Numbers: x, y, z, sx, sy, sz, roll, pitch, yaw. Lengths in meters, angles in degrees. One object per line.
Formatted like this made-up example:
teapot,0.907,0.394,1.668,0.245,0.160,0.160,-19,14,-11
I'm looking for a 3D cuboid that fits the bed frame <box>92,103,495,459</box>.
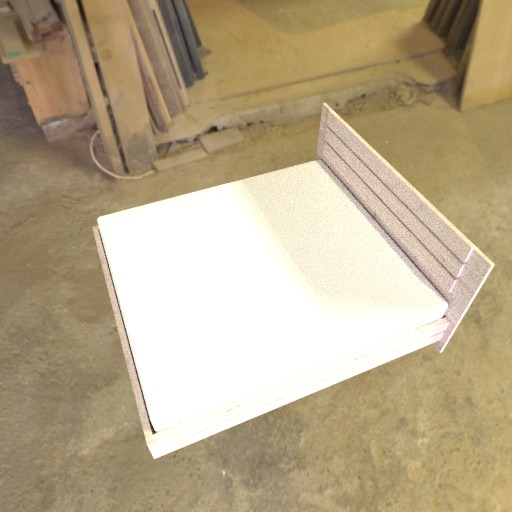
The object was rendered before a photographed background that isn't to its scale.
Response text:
bed frame,0.000,0.000,3.160,2.080,0.970,1.950,-17,50,-15
